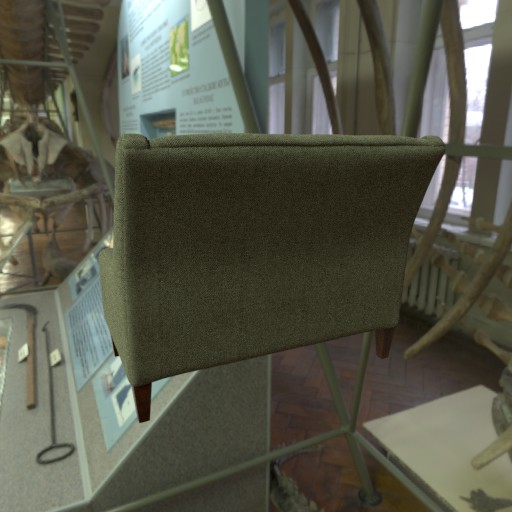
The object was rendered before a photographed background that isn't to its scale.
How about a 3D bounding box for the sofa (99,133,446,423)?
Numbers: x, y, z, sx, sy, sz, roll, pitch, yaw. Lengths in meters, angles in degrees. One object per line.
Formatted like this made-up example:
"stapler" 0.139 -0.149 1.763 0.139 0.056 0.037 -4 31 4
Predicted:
"sofa" 0.000 0.000 1.937 1.242 1.021 0.870 -7 16 -25
